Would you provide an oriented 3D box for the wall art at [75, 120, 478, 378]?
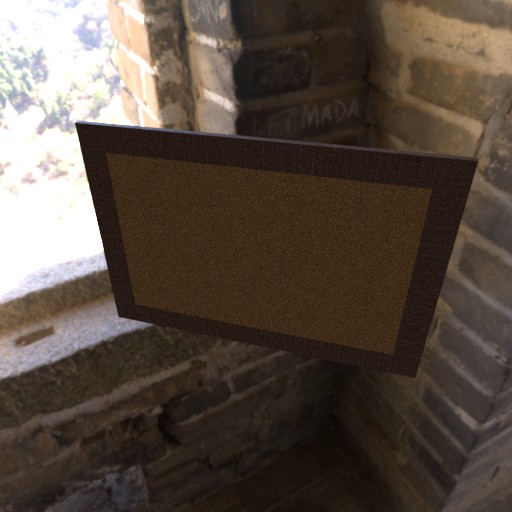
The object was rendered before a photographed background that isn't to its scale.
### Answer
[{"bbox_3d":[0.000,0.000,1.159,0.917,0.626,0.019,9,34,13],"label":"wall art"}]
